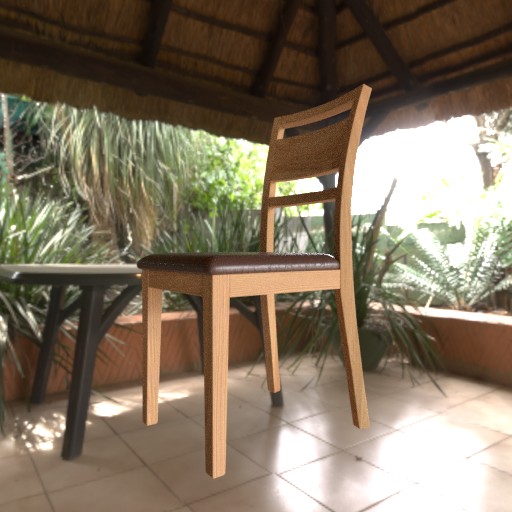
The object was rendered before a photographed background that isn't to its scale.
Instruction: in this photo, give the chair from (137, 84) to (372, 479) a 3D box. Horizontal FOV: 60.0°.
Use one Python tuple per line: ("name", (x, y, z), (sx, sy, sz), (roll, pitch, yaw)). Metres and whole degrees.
("chair", (0.000, 0.000, 1.240), (0.545, 0.940, 0.420), (-1, 1, -36))
